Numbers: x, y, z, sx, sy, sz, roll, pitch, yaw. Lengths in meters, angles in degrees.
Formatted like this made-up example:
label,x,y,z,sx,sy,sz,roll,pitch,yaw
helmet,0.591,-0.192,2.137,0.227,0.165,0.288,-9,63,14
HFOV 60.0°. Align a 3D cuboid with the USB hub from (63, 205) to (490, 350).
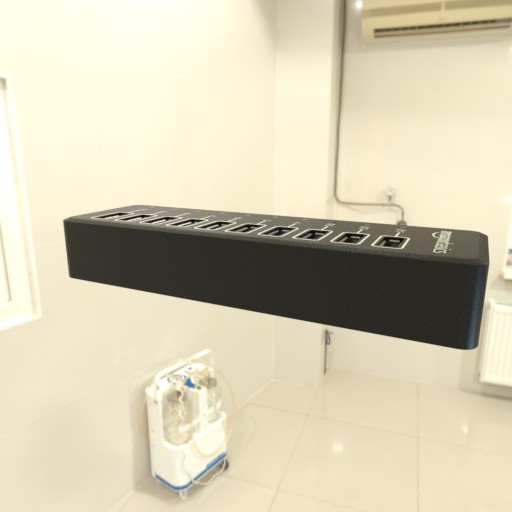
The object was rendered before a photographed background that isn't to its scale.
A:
label,x,y,z,sx,sy,sz,roll,pitch,yaw
USB hub,0.000,0.000,0.157,0.145,0.023,0.044,7,16,25
